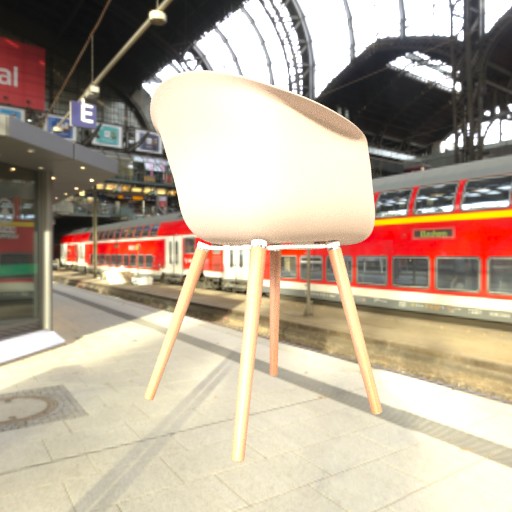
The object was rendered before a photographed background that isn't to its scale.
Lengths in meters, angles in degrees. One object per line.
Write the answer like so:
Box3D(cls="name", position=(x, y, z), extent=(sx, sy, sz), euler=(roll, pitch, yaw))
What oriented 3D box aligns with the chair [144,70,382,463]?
Box3D(cls="chair", position=(0.000, 0.000, 1.133), extent=(0.504, 0.781, 0.593), euler=(0, 1, -36))
